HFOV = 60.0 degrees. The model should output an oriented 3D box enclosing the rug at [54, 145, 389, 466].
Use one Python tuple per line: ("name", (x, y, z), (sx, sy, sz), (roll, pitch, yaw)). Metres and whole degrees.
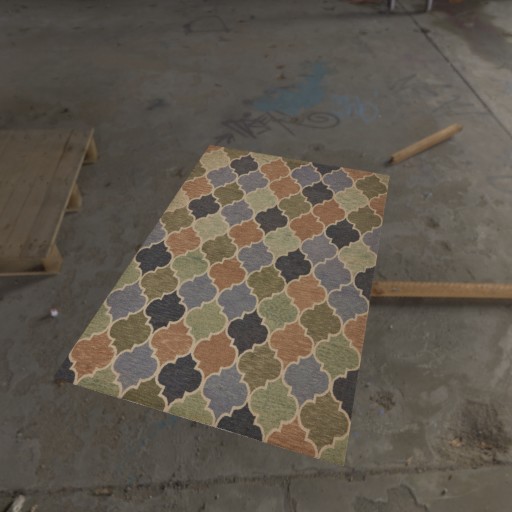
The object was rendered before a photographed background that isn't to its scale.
("rug", (0.000, 0.000, 2.332), (1.216, 0.006, 1.828), (12, 48, 11))
